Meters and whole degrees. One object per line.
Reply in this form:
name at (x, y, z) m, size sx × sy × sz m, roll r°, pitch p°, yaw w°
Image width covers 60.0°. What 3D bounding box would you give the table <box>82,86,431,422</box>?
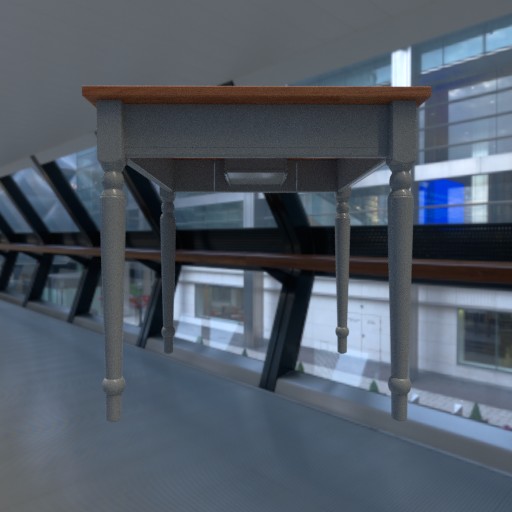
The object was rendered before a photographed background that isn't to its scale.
table at (0.000, 0.000, 1.325) m, size 0.747 × 0.738 × 0.747 m, roll 0°, pitch 1°, yaw 0°
